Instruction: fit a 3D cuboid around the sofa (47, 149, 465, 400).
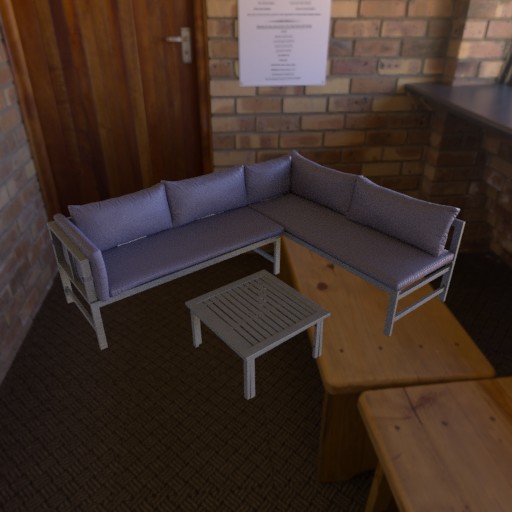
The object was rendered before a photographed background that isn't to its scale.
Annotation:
[{"bbox_3d":[0.000,0.000,2.979,2.149,0.762,1.658,-21,36,-32],"label":"sofa"}]
